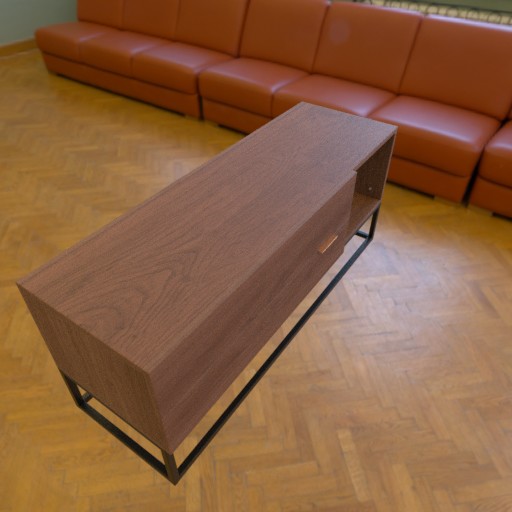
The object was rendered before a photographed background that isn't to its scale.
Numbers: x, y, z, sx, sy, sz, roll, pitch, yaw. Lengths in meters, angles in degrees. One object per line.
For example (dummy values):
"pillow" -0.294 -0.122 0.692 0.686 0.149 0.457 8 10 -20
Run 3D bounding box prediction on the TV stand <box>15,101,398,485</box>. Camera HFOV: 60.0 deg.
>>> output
"TV stand" 0.000 0.000 1.390 0.415 0.500 1.200 25 47 26
